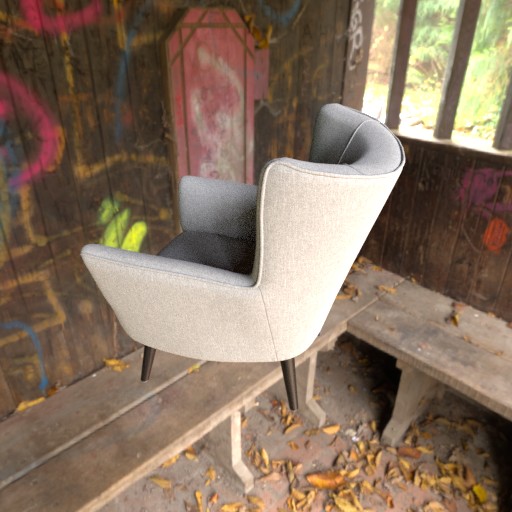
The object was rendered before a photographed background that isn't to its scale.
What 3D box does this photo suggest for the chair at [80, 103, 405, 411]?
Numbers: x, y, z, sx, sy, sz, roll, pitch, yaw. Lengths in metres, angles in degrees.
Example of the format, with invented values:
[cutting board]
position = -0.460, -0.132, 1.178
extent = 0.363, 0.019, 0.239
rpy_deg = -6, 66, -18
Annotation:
[chair]
position = 0.000, 0.000, 1.561
extent = 0.888, 0.933, 0.781
rpy_deg = 9, 30, 15
